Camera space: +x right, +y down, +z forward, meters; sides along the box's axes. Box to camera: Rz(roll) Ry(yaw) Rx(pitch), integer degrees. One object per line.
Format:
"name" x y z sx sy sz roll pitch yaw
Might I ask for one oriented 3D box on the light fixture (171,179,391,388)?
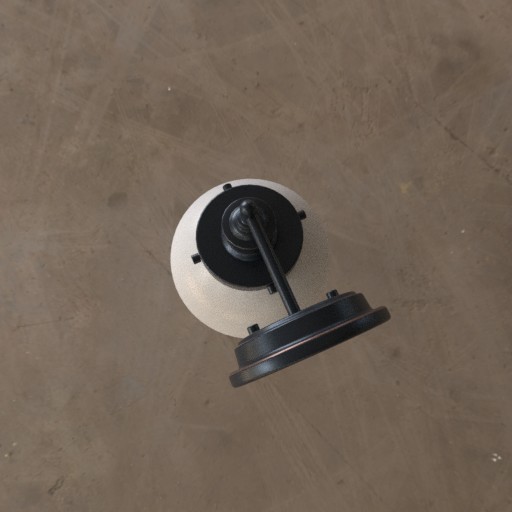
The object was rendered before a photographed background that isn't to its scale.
"light fixture" 0.000 0.000 0.479 0.197 0.332 0.230 -23 77 -6
